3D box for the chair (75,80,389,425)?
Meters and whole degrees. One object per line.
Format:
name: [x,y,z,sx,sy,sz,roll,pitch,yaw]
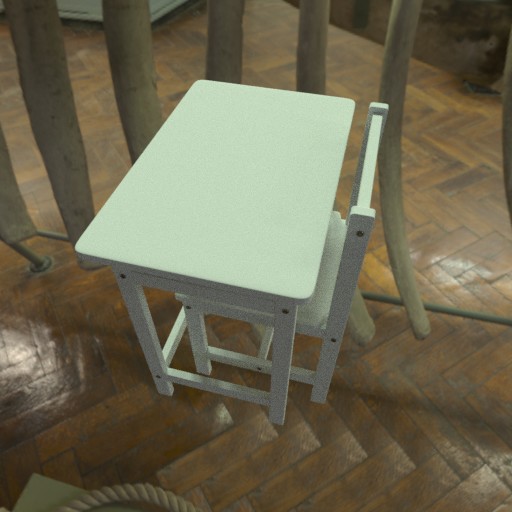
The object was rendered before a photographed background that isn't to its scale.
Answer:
chair: [0.000,0.000,1.066,0.461,0.673,0.599,11,49,10]
